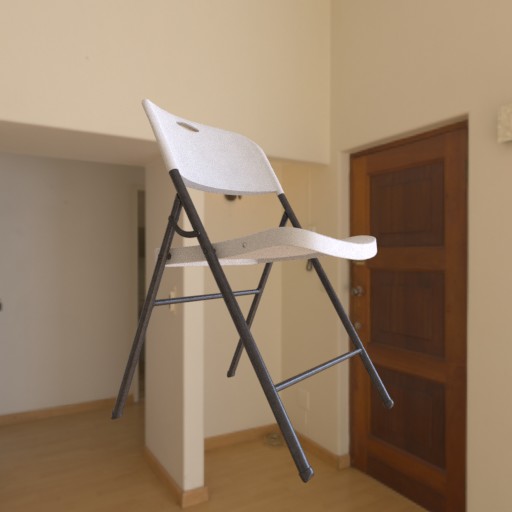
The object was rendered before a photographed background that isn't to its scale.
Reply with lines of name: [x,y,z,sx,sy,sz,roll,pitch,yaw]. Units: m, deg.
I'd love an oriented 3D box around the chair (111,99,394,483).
chair: [0.000,0.000,1.147,0.566,0.810,0.494,0,0,35]
